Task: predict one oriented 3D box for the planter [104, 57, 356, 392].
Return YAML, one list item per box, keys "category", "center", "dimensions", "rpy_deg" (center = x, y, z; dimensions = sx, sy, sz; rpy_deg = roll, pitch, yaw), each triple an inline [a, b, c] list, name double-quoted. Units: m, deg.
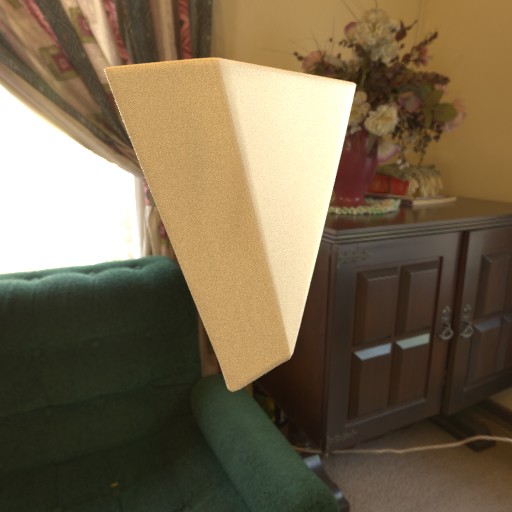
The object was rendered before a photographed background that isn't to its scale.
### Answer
- category: "planter"
  center: [0.000, 0.000, 0.263]
  dimensions: [0.150, 0.197, 0.060]
  rpy_deg: [-12, 18, -42]
